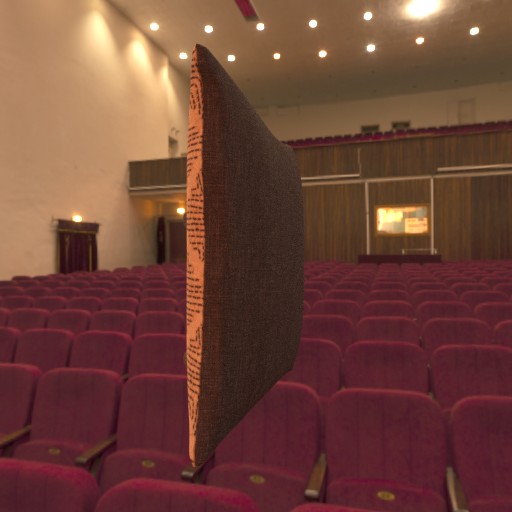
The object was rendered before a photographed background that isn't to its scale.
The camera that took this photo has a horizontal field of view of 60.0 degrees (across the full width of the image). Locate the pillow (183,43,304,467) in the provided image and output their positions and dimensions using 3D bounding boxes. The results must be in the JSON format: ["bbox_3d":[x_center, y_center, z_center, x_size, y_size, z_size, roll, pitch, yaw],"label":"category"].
[{"bbox_3d":[0.000,0.000,0.772,0.145,0.510,0.510,0,-1,17],"label":"pillow"}]
